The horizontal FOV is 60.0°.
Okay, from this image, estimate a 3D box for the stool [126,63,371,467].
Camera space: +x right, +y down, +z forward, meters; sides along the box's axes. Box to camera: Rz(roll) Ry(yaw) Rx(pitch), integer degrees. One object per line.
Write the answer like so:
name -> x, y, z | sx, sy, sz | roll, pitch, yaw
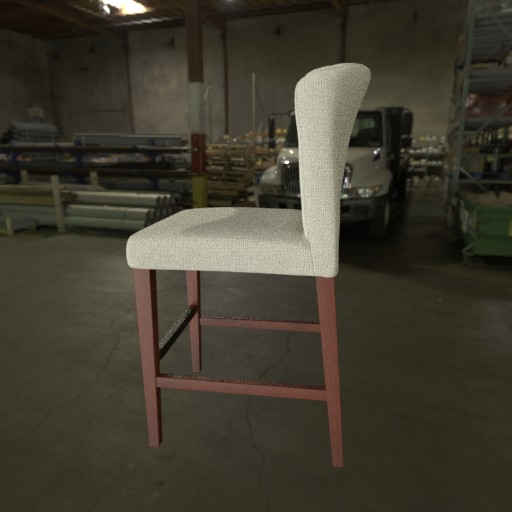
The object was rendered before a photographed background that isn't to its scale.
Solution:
stool -> 0.000, 0.000, 1.244 | 0.568, 0.969, 0.481 | 2, 14, 8
